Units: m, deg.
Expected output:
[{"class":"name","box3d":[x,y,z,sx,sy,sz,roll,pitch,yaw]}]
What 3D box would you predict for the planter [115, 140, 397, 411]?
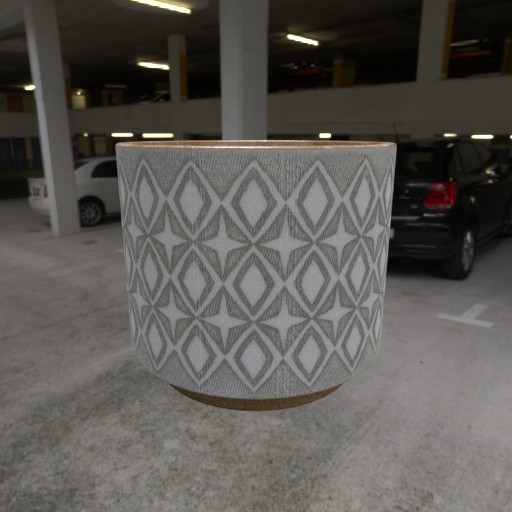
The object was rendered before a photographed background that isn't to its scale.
[{"class":"planter","box3d":[0.000,0.000,0.449,0.255,0.223,0.255,0,16,0]}]
